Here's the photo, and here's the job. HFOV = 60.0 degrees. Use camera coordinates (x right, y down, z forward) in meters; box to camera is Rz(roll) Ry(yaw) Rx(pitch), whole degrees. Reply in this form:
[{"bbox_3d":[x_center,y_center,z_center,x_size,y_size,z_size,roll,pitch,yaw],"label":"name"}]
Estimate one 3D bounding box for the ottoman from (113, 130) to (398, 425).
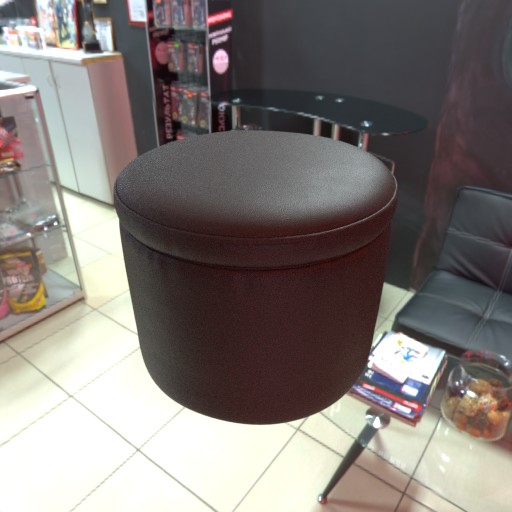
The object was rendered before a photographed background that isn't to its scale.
[{"bbox_3d":[0.000,0.000,0.883,0.500,0.409,0.500,0,31,0],"label":"ottoman"}]
